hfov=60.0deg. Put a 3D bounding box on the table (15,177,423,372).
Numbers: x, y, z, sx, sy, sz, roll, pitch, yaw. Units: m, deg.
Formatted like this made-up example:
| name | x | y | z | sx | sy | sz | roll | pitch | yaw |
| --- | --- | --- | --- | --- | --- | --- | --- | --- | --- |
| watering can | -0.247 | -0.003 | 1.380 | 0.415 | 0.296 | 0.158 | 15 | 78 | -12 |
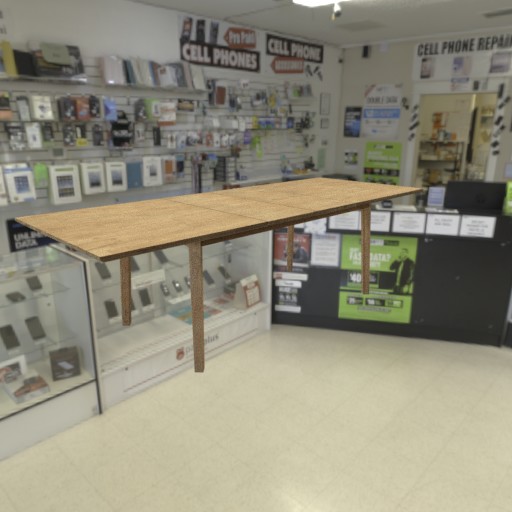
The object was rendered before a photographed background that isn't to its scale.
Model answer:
| name | x | y | z | sx | sy | sz | roll | pitch | yaw |
| --- | --- | --- | --- | --- | --- | --- | --- | --- | --- |
| table | 0.000 | 0.000 | 2.986 | 2.603 | 0.752 | 1.000 | -16 | 23 | -42 |
